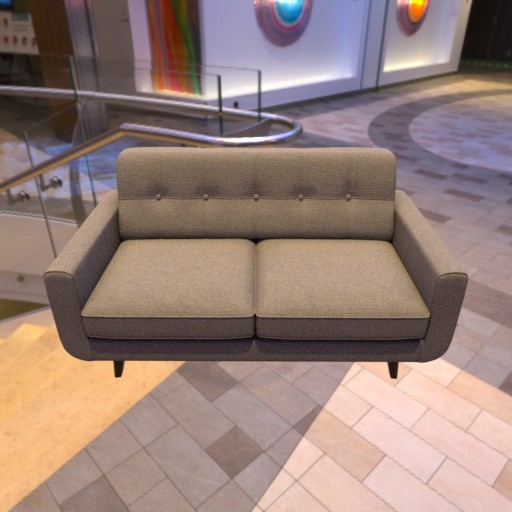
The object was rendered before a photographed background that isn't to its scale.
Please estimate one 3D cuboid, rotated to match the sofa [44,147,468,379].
[{"bbox_3d":[0.000,0.000,2.123,1.631,0.841,0.909,0,29,0],"label":"sofa"}]
